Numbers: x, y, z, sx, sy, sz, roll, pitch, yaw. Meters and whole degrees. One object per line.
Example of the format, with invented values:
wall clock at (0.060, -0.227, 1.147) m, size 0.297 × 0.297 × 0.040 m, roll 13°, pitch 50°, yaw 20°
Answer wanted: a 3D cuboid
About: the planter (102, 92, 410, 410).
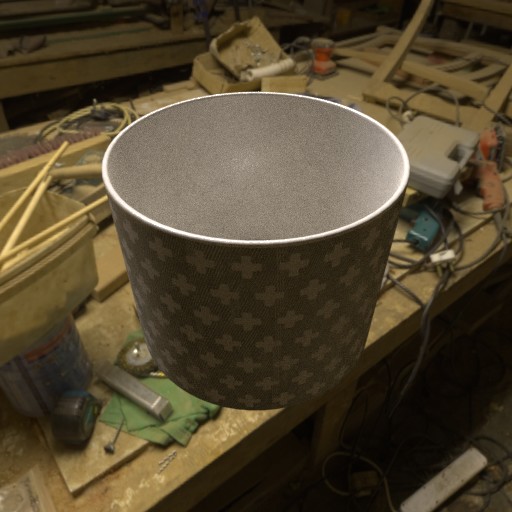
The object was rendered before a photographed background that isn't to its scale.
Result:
planter at (0.000, 0.000, 0.341) m, size 0.190 × 0.181 × 0.190 m, roll 0°, pitch 41°, yaw 0°
